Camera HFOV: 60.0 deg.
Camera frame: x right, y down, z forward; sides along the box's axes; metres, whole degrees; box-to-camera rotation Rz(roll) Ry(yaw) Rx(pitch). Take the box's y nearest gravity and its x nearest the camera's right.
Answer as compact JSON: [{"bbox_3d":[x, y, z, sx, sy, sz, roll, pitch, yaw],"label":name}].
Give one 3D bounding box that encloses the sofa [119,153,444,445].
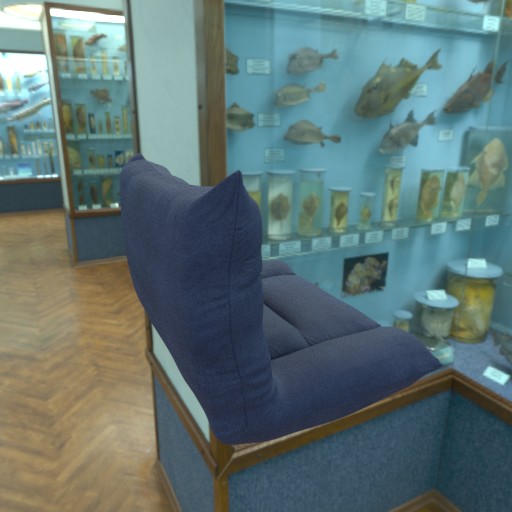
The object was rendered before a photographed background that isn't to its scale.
[{"bbox_3d":[0.000,0.000,1.694,0.849,0.778,1.122,-8,19,-24],"label":"sofa"}]
